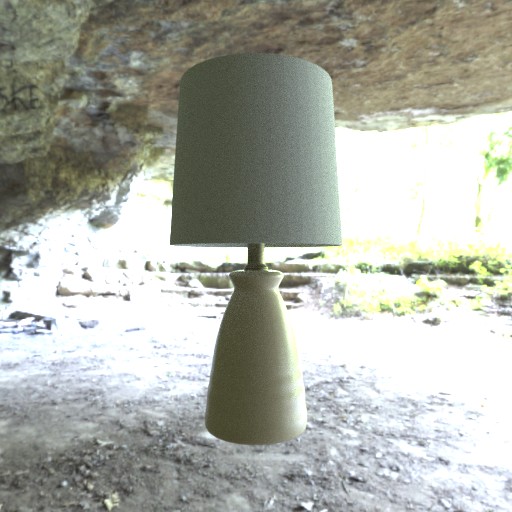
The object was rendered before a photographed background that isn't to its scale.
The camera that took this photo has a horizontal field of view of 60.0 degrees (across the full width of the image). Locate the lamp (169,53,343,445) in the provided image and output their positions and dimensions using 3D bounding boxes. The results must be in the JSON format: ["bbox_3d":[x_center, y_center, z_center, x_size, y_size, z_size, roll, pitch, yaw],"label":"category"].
[{"bbox_3d":[0.000,0.000,0.484,0.186,0.369,0.186,0,0,0],"label":"lamp"}]
